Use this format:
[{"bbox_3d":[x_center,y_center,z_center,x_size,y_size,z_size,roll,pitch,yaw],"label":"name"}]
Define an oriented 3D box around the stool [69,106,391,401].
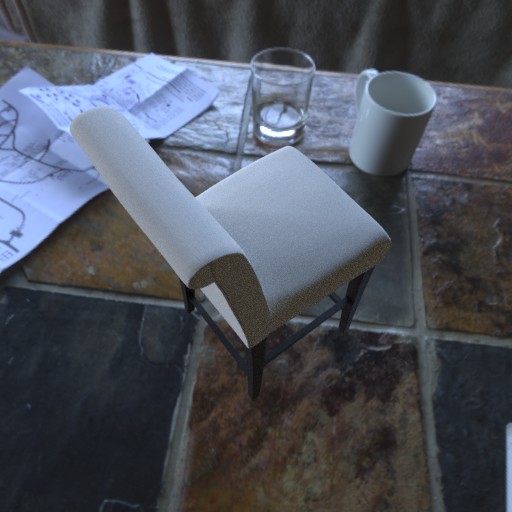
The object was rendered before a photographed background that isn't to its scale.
[{"bbox_3d":[0.000,0.000,1.259,0.597,0.976,0.452,-32,63,-19],"label":"stool"}]
